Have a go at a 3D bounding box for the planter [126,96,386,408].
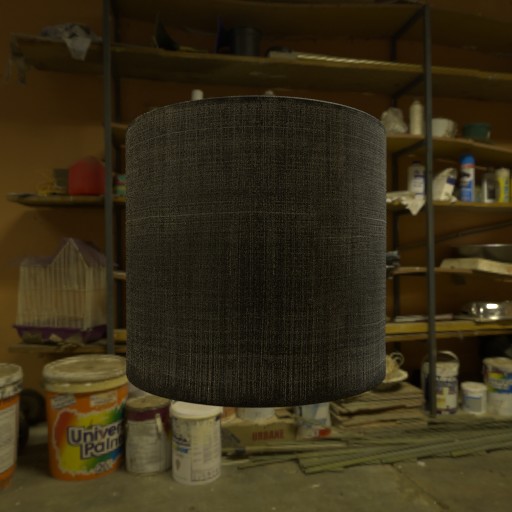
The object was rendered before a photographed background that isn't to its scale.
[{"bbox_3d":[0.000,0.000,0.390,0.221,0.201,0.221,0,-1,0],"label":"planter"}]
